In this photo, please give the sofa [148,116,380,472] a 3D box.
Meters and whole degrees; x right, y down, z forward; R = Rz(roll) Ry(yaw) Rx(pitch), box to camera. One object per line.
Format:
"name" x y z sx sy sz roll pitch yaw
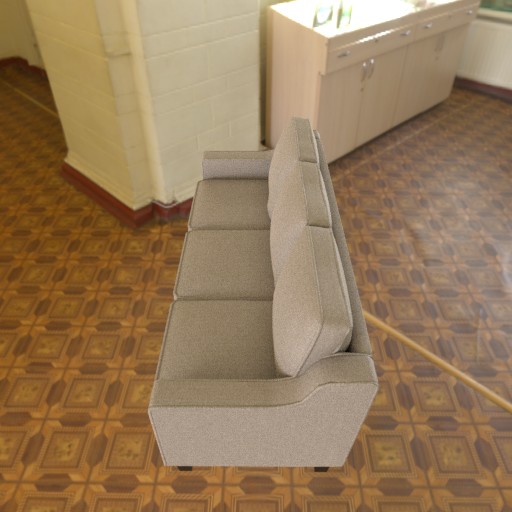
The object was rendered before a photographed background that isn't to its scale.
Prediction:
"sofa" 0.000 0.000 2.573 0.899 0.950 2.129 0 40 0
